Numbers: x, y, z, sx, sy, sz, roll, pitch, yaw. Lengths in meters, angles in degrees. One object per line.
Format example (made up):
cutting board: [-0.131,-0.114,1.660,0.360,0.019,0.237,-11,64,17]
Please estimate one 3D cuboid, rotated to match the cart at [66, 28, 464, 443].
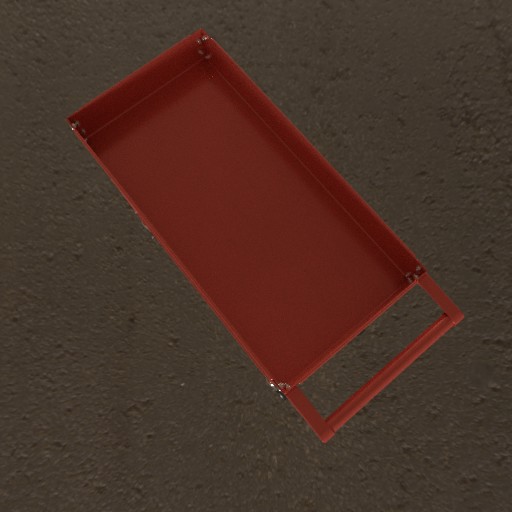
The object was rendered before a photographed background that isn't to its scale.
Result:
cart: [0.000,0.000,1.167,0.366,0.719,0.779,-38,79,-9]
